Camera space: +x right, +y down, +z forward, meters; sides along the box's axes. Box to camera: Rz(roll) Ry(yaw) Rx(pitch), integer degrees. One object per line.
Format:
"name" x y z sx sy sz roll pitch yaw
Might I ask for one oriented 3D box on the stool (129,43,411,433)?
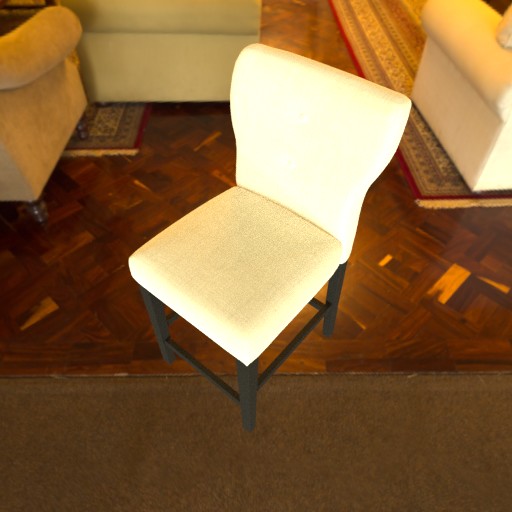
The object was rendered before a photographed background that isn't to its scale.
"stool" 0.000 0.000 1.341 0.514 0.972 0.603 32 55 26
